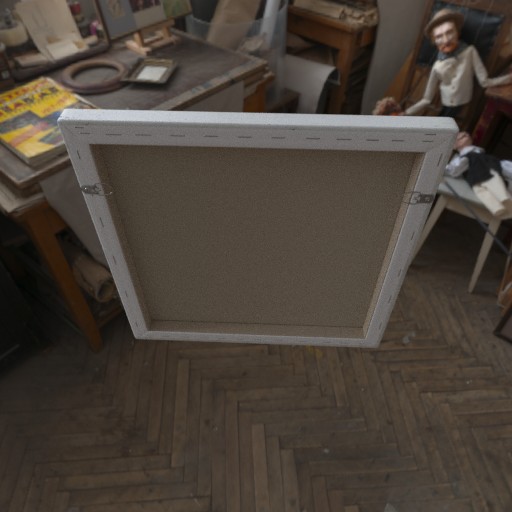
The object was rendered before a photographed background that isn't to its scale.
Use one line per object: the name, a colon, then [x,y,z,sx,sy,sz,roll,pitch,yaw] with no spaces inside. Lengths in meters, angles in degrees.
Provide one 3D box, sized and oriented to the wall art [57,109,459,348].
wall art: [0.000,0.000,0.900,0.610,0.611,0.040,2,47,2]
